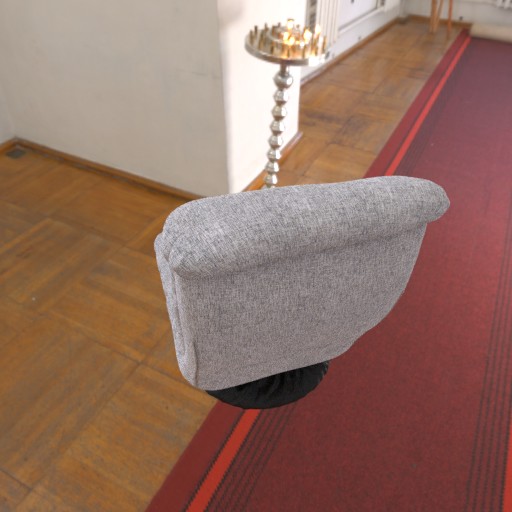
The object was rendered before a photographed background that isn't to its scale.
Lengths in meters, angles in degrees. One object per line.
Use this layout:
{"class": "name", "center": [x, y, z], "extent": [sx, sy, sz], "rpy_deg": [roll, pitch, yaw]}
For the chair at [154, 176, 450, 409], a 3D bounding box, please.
{"class": "chair", "center": [0.000, 0.000, 0.926], "extent": [0.400, 0.600, 0.583], "rpy_deg": [-12, 43, -13]}
